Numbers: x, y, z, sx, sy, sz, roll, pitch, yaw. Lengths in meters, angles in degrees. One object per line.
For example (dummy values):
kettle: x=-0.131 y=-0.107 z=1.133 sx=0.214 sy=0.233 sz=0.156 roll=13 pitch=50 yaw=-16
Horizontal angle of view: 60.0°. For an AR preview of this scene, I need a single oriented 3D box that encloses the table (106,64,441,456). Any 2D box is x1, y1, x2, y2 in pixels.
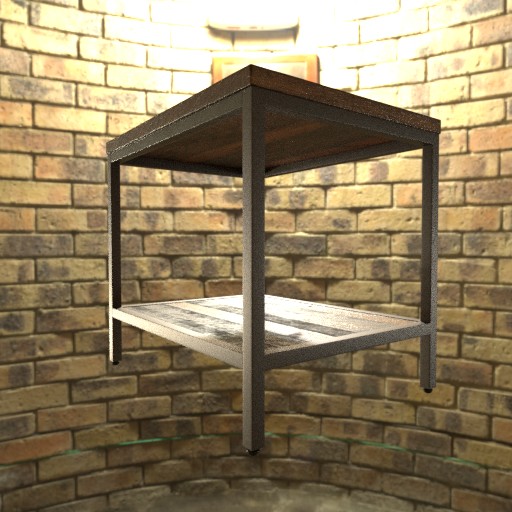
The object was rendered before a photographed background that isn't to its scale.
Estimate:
table: x=0.000 y=0.000 z=1.110 sx=0.524 sy=0.612 sz=0.678 roll=-1 pitch=2 yaw=-37
